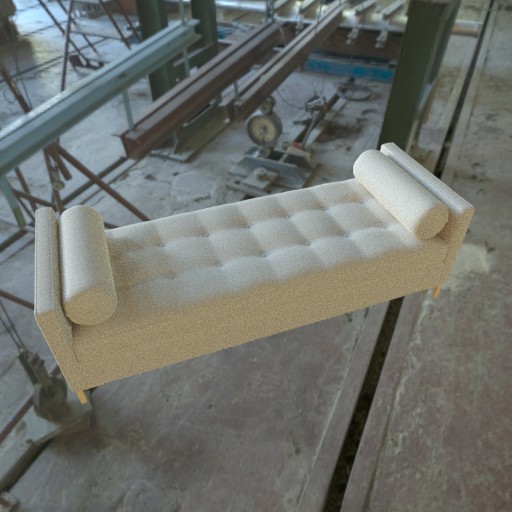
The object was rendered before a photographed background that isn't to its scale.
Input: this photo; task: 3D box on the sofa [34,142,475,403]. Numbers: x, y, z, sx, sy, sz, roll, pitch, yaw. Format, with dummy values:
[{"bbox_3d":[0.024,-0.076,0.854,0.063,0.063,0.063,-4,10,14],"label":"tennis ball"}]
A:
[{"bbox_3d":[0.000,0.000,2.305,1.985,0.641,0.746,-14,43,-15],"label":"sofa"}]
